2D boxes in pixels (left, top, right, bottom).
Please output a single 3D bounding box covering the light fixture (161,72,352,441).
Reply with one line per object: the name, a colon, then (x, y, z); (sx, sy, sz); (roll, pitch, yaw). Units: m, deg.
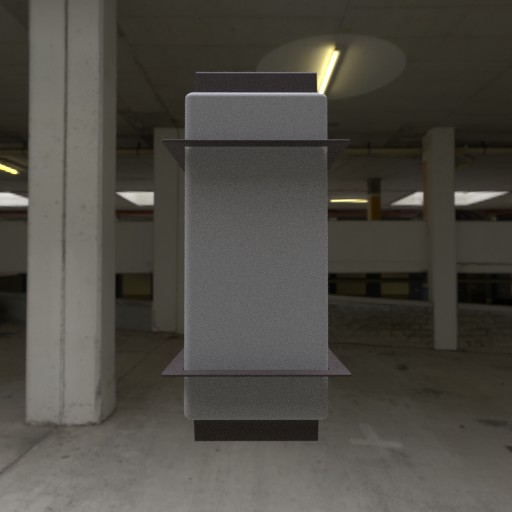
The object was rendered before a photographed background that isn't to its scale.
light fixture: (0.000, 0.000, 0.429); (0.153, 0.347, 0.146); (0, -1, 0)
